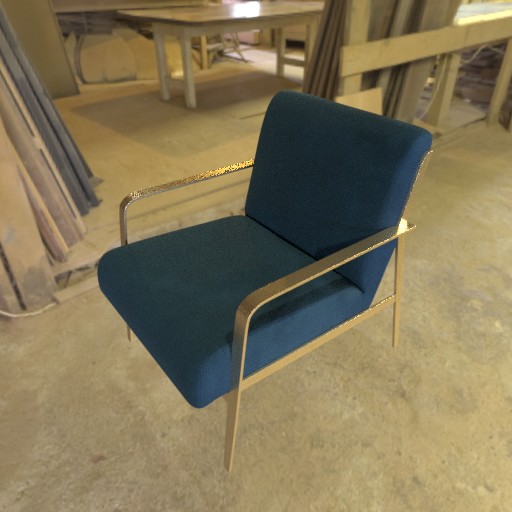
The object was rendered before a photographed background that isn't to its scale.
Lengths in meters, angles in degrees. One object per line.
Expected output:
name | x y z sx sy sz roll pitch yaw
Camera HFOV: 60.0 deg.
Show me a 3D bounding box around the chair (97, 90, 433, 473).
chair | 0.000 0.000 1.428 0.859 0.831 0.692 -23 40 -31
